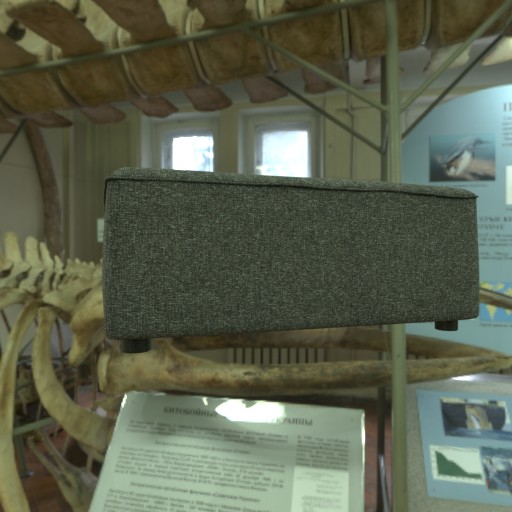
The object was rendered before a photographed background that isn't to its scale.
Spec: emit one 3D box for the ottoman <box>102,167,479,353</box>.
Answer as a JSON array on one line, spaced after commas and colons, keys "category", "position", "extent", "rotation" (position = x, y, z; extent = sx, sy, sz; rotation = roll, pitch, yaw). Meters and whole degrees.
[{"category": "ottoman", "position": [0.000, 0.000, 1.545], "extent": [1.017, 0.423, 1.021], "rotation": [0, 0, -18]}]
